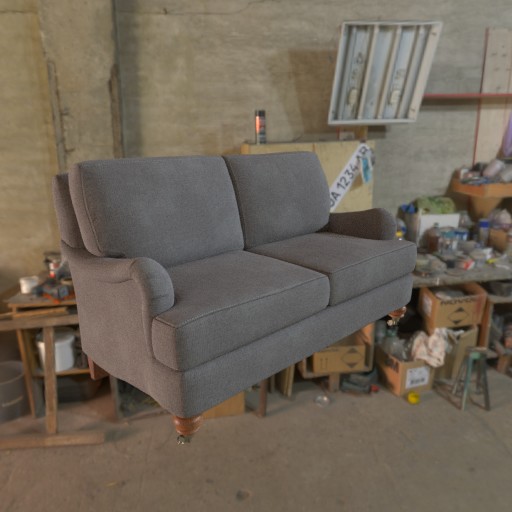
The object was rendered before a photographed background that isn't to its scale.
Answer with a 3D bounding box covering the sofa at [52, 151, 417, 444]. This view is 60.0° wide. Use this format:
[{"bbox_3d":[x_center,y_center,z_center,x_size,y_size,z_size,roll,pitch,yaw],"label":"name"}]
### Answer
[{"bbox_3d":[0.000,0.000,2.494,1.853,1.101,1.084,-14,21,-42],"label":"sofa"}]
